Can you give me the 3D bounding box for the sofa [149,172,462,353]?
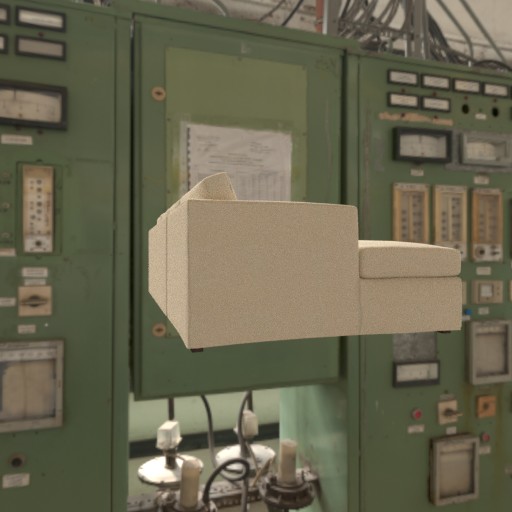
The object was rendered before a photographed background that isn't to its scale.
[{"bbox_3d":[0.000,0.000,3.853,1.650,0.922,3.205,0,0,-17],"label":"sofa"}]
